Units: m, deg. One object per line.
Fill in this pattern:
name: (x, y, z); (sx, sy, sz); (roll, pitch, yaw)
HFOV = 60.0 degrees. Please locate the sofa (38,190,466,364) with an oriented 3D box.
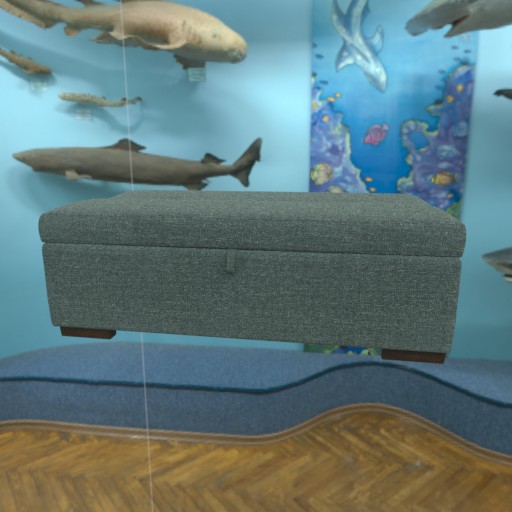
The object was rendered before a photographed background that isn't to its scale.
sofa: (0.000, 0.000, 1.601); (1.198, 0.417, 0.782); (2, 13, 9)
